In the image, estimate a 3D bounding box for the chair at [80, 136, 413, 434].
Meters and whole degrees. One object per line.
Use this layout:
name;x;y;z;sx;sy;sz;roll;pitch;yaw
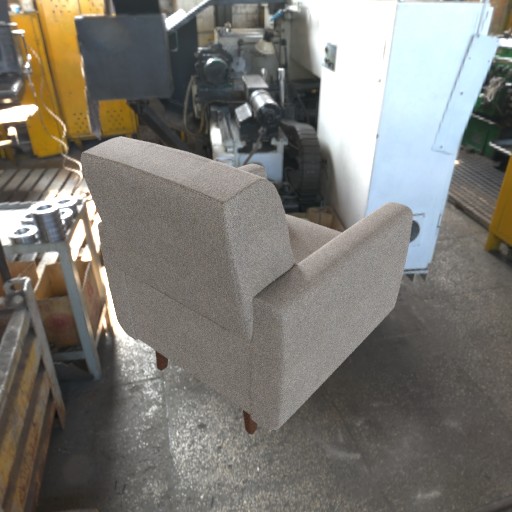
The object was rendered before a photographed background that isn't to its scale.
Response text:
chair;0.000;0.000;1.686;0.845;0.968;0.942;23;38;33
